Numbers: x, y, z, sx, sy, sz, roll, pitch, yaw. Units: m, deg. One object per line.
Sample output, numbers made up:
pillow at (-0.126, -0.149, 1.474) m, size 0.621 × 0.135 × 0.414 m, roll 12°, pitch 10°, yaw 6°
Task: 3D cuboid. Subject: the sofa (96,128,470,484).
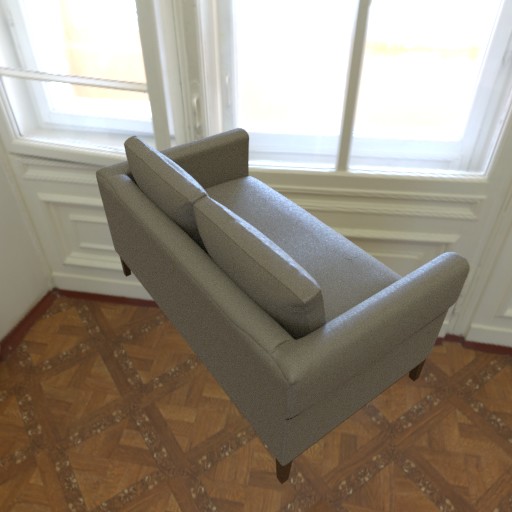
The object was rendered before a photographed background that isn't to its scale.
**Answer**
sofa at (0.000, 0.000, 2.123) m, size 0.899 × 0.873 × 1.598 m, roll -25°, pitch 45°, yaw -27°
